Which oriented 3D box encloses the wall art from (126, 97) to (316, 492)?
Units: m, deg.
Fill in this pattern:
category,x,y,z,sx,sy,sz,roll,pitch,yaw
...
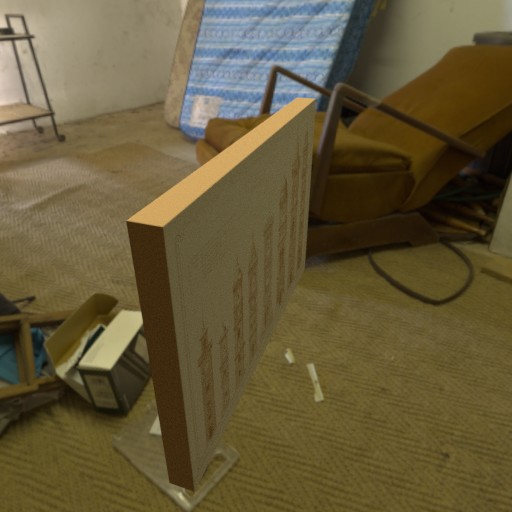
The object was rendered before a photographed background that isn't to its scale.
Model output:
category,x,y,z,sx,sy,sz,roll,pitch,yaw
wall art,0.000,0.000,0.759,0.039,0.407,0.609,10,32,17
